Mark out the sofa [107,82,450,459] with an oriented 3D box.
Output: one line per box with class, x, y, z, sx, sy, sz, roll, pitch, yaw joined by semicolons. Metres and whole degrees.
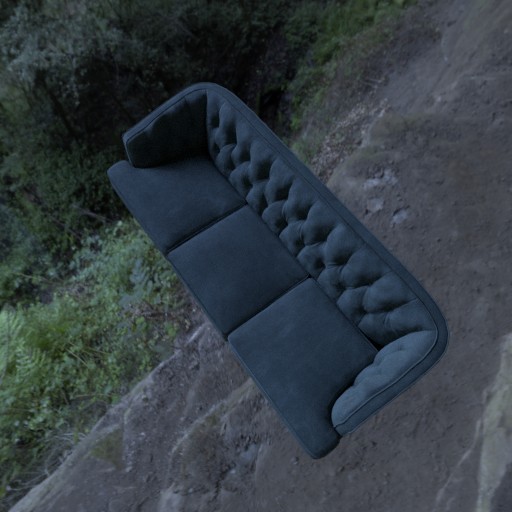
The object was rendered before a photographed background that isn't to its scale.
sofa;0.000;0.000;2.788;0.941;0.855;2.278;-34;68;-15
